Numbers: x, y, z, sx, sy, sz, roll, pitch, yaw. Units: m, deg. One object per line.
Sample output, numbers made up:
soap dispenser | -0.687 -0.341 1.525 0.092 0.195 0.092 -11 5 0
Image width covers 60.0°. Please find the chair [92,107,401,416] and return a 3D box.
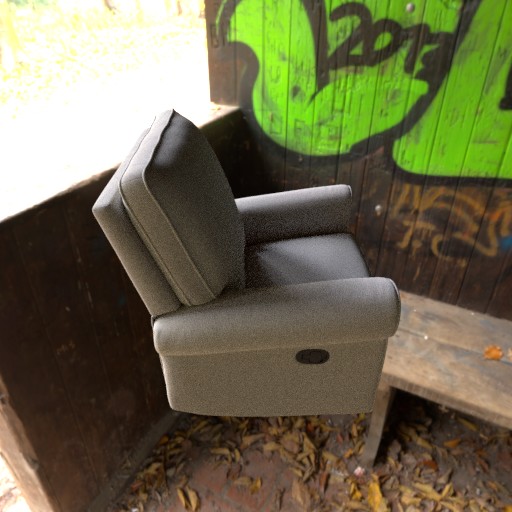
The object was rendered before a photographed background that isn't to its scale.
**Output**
chair | 0.000 0.000 1.672 0.878 0.960 0.890 0 33 -1
